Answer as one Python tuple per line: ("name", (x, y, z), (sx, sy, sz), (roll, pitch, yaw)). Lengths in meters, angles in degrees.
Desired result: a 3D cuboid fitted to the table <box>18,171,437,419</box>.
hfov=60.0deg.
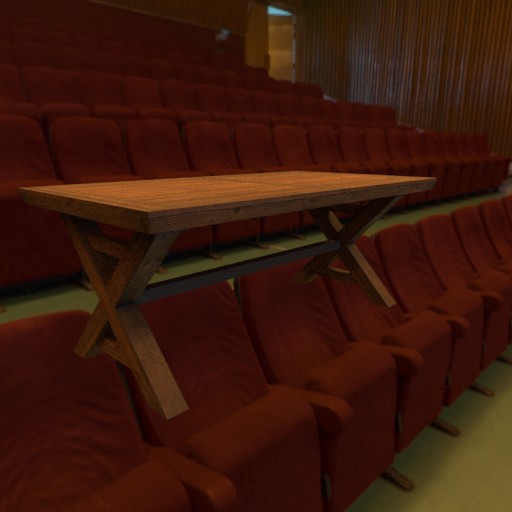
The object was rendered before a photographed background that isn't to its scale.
("table", (0.000, 0.000, 2.407), (1.071, 0.793, 1.966), (13, 19, 43))
